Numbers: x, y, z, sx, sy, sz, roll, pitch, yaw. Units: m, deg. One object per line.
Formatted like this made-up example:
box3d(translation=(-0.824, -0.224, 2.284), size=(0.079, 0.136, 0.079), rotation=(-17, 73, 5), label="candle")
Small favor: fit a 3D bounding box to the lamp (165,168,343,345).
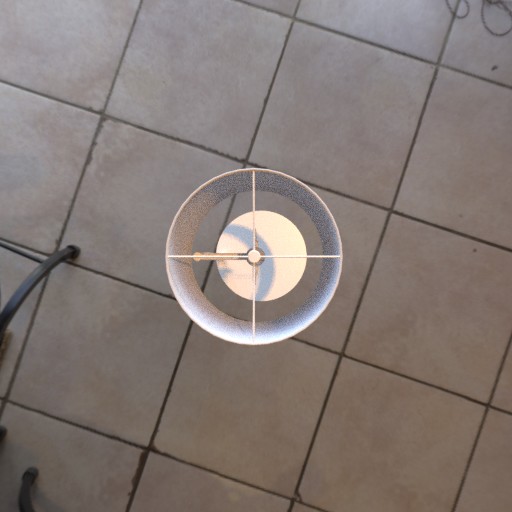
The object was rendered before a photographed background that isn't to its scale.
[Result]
box3d(translation=(0.000, 0.000, 1.662), size=(0.405, 1.465, 0.372), rotation=(0, 90, 1), label="lamp")
